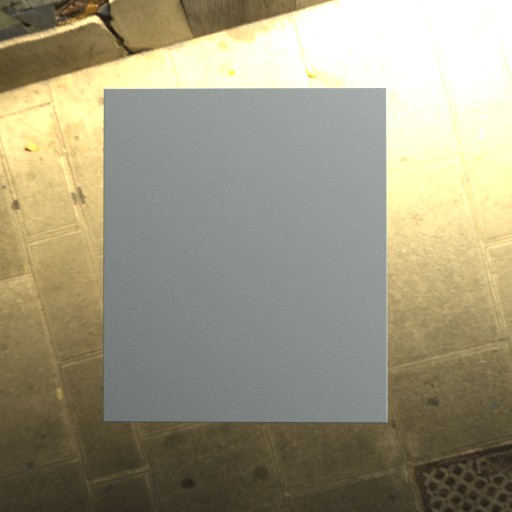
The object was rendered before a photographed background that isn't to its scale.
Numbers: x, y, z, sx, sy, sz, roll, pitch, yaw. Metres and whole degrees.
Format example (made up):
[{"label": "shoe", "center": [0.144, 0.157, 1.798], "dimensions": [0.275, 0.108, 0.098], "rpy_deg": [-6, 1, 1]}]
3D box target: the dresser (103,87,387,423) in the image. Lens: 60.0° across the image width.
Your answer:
[{"label": "dresser", "center": [0.000, 0.000, 0.808], "dimensions": [0.360, 0.560, 0.400], "rpy_deg": [0, 90, 1]}]
